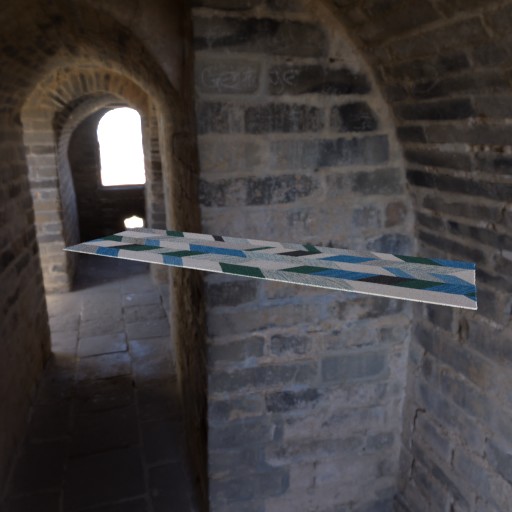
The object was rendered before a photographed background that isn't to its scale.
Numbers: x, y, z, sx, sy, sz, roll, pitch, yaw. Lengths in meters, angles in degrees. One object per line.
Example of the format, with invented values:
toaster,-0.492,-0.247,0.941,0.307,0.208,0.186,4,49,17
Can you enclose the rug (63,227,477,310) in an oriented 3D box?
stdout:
rug,0.000,0.000,2.718,2.437,0.008,0.774,7,17,24
